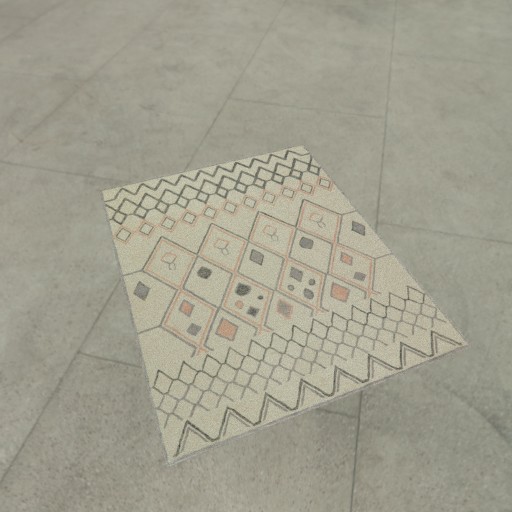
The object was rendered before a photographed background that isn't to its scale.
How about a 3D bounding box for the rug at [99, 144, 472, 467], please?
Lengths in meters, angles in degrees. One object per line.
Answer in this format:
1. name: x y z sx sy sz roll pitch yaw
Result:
1. rug: 0.000 0.000 4.131 2.441 0.016 3.050 -16 49 -15
